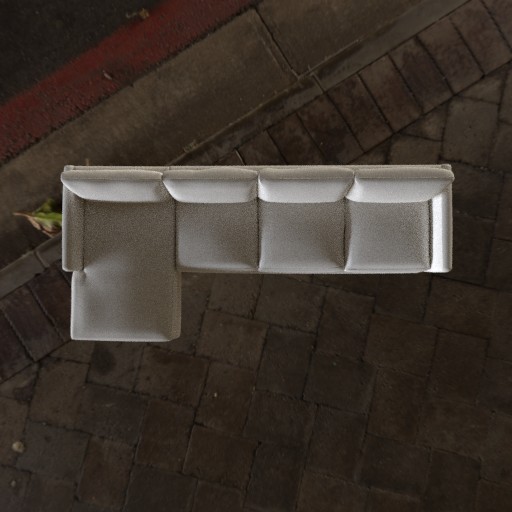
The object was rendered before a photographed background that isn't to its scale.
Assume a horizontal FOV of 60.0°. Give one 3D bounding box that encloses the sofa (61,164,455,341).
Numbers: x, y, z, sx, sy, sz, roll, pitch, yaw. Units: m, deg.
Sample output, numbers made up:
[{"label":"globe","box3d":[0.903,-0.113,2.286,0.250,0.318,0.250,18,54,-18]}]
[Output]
[{"label":"sofa","box3d":[0.000,0.000,3.757,3.186,0.875,1.467,0,89,1]}]
